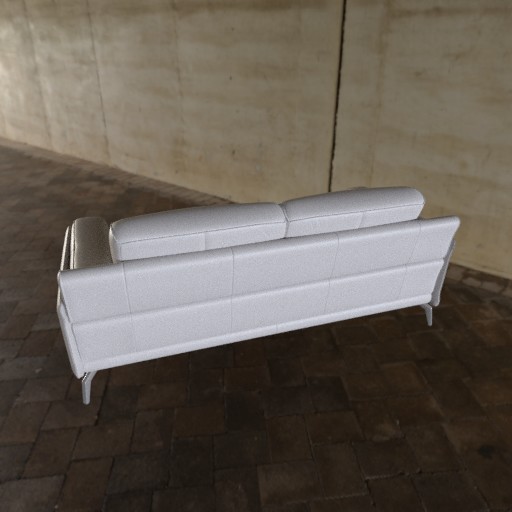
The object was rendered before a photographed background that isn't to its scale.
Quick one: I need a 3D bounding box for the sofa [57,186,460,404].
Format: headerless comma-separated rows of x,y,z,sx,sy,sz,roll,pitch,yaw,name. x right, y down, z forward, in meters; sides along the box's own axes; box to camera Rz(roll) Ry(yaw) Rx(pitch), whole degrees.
0.000,0.000,2.586,2.101,0.930,1.049,-9,28,-17,sofa
